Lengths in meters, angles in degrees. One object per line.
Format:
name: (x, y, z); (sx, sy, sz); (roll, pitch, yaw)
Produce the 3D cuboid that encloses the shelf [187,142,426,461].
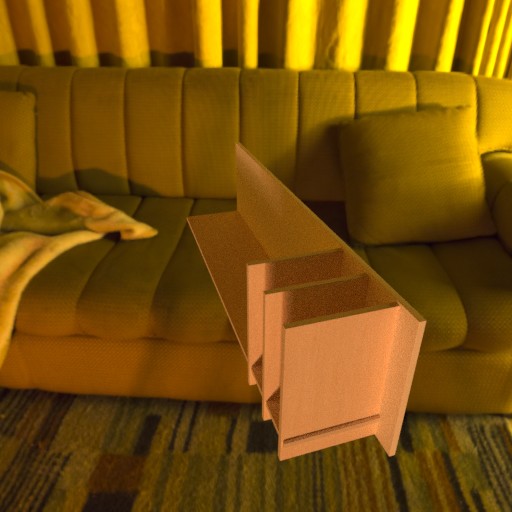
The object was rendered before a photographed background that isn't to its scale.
shelf: (0.000, 0.000, 1.115); (0.200, 0.300, 1.020); (-9, 31, -15)
